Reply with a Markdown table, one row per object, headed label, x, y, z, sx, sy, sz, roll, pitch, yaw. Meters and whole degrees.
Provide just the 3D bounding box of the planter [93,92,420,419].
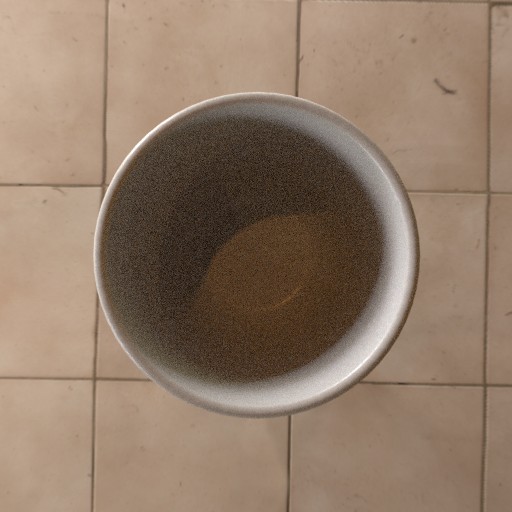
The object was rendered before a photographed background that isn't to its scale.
| label | x | y | z | sx | sy | sz | roll | pitch | yaw |
| --- | --- | --- | --- | --- | --- | --- | --- | --- | --- |
| planter | 0.000 | 0.000 | 0.304 | 0.170 | 0.152 | 0.170 | 0 | 90 | -1 |
